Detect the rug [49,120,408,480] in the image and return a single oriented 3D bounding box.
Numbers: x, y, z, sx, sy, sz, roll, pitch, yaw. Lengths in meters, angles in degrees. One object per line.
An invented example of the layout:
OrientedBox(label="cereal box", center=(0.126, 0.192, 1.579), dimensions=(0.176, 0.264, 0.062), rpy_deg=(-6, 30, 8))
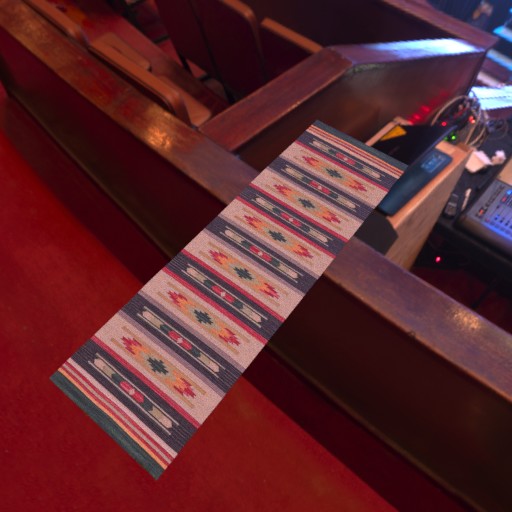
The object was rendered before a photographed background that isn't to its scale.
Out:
OrientedBox(label="rug", center=(0.000, 0.000, 2.633), dimensions=(0.760, 0.009, 2.440), rpy_deg=(33, 63, 19))
